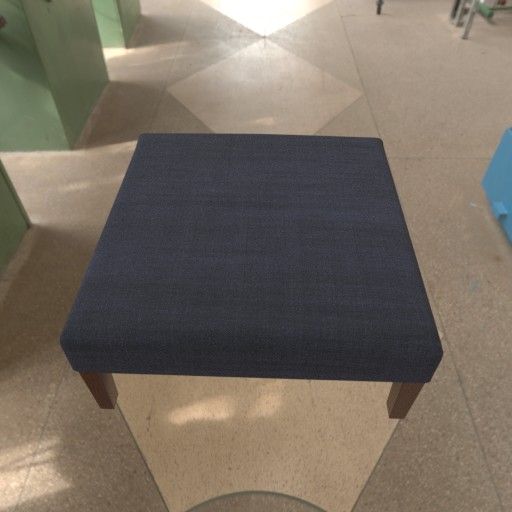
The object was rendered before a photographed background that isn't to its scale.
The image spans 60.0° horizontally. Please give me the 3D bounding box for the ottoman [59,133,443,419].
[{"bbox_3d":[0.000,0.000,1.418,0.890,0.411,0.889,1,46,1],"label":"ottoman"}]
